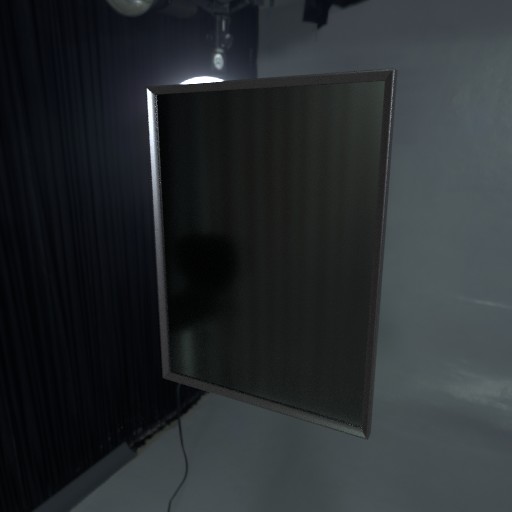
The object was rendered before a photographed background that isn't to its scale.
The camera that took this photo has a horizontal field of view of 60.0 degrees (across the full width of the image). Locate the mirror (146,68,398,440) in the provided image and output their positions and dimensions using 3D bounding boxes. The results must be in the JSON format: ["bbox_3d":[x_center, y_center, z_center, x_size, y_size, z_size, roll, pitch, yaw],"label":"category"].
[{"bbox_3d":[0.000,0.000,1.363,0.762,1.016,0.041,7,16,27],"label":"mirror"}]
